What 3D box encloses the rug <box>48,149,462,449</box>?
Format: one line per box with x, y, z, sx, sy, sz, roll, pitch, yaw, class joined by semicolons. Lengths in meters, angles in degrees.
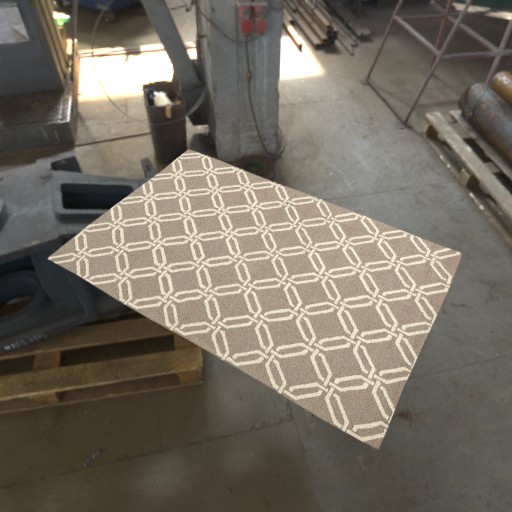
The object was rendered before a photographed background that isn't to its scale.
0.000;0.000;2.207;1.748;0.010;1.142;25;52;21;rug
